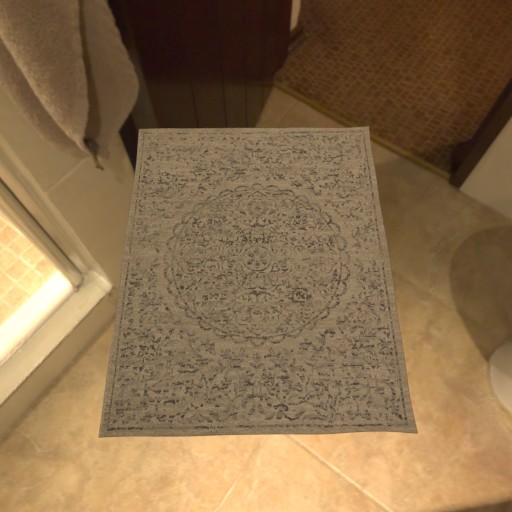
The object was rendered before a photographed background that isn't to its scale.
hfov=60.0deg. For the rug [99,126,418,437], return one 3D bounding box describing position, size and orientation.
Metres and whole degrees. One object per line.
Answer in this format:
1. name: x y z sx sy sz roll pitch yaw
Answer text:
1. rug: 0.000 0.000 3.887 2.343 0.026 2.925 -1 64 0
